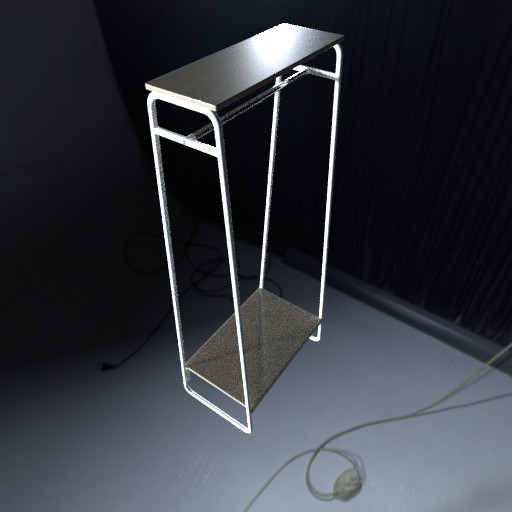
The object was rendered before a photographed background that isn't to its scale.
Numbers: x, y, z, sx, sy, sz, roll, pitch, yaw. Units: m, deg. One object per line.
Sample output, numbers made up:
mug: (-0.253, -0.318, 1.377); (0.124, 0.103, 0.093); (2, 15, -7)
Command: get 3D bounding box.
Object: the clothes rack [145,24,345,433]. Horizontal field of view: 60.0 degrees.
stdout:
clothes rack: (0.000, 0.000, 1.752); (0.400, 1.512, 0.640); (26, 48, 25)
